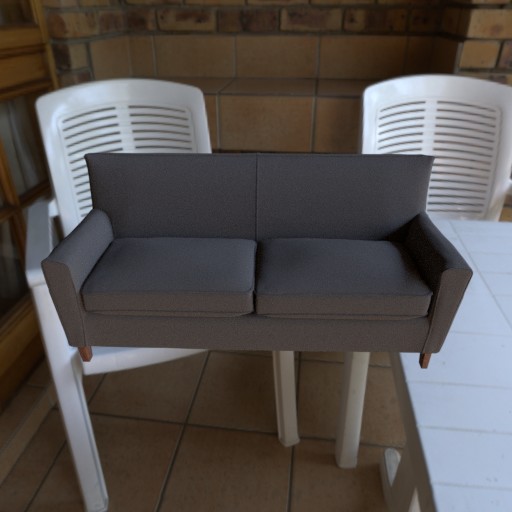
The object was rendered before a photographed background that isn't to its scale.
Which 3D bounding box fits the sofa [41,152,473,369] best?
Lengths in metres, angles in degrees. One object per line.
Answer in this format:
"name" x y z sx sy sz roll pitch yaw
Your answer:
"sofa" 0.000 0.000 2.415 2.002 0.907 0.843 1 30 1
